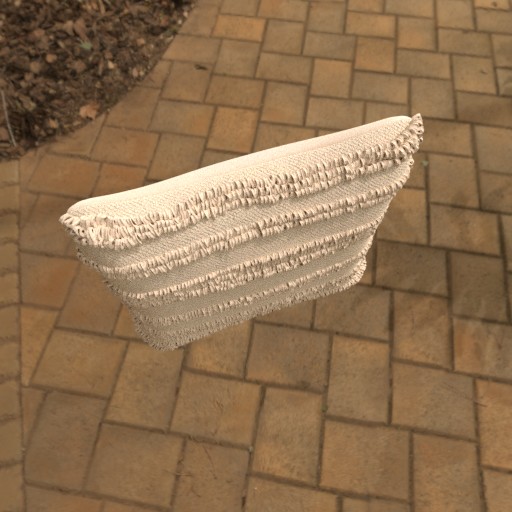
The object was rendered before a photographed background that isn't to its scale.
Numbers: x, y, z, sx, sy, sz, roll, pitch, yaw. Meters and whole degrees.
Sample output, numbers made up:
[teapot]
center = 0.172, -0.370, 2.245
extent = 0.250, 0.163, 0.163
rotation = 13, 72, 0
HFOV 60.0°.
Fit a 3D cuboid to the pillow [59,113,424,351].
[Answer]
[pillow]
center = 0.000, 0.000, 0.672
extent = 0.437, 0.427, 0.145
rotation = -18, 64, -9
